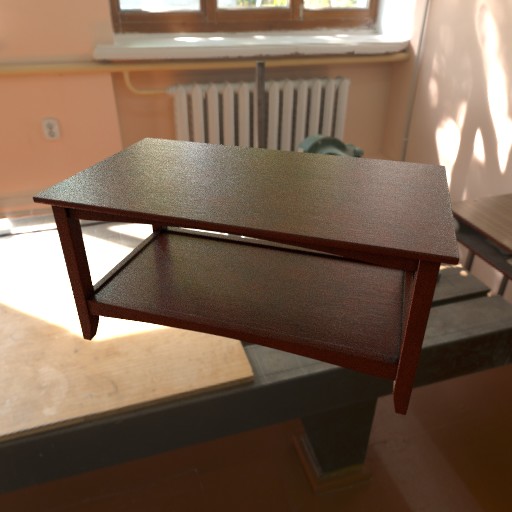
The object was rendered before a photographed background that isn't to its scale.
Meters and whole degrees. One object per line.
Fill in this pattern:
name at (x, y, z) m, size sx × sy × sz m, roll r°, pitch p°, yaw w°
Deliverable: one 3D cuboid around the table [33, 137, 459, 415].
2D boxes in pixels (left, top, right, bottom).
table at (0.000, 0.000, 1.258) m, size 0.943 × 0.456 × 0.533 m, roll 9°, pitch 32°, yaw 15°
